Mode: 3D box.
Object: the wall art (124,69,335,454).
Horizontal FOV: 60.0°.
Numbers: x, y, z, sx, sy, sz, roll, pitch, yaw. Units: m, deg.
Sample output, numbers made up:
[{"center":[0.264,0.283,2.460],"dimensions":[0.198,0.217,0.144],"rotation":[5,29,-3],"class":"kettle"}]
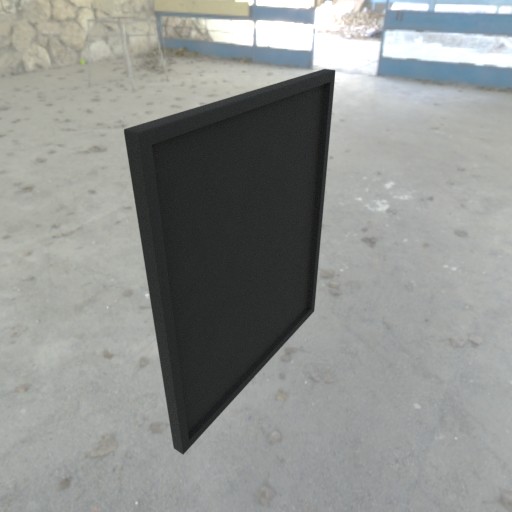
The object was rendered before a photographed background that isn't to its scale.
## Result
[{"center":[0.000,0.000,0.718],"dimensions":[0.021,0.508,0.432],"rotation":[20,37,29],"class":"wall art"}]
